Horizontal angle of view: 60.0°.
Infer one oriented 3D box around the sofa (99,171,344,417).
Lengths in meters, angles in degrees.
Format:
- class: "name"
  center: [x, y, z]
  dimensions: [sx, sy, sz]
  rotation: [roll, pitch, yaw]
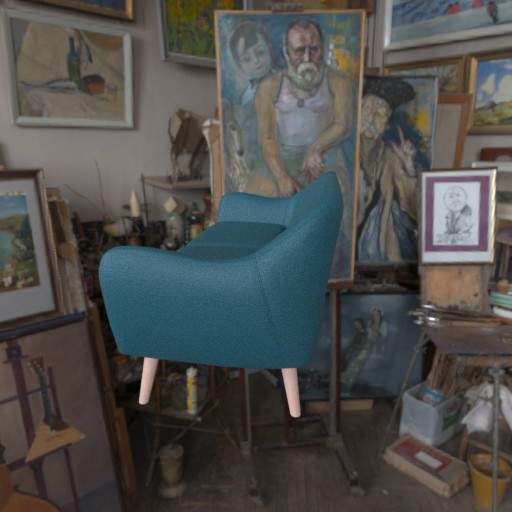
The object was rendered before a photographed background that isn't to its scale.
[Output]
- class: "sofa"
  center: [0.000, 0.000, 2.315]
  dimensions: [0.820, 0.836, 1.840]
  rotation: [2, 14, 9]
